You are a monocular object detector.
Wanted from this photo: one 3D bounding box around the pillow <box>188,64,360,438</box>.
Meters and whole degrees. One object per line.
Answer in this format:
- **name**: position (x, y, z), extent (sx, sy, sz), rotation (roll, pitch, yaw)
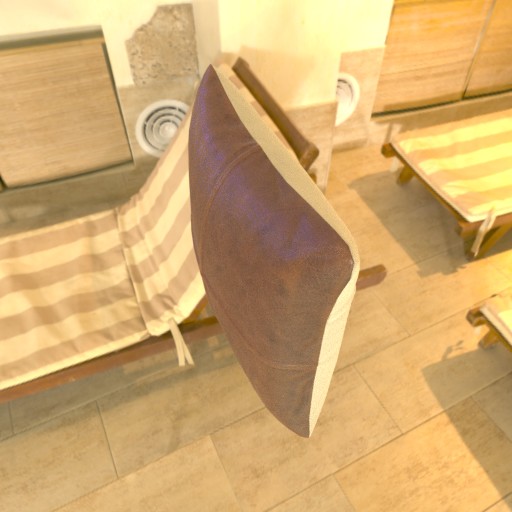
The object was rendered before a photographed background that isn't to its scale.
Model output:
- **pillow**: position (0.000, 0.000, 0.740), extent (0.192, 0.470, 0.484), rotation (-16, 49, -14)
